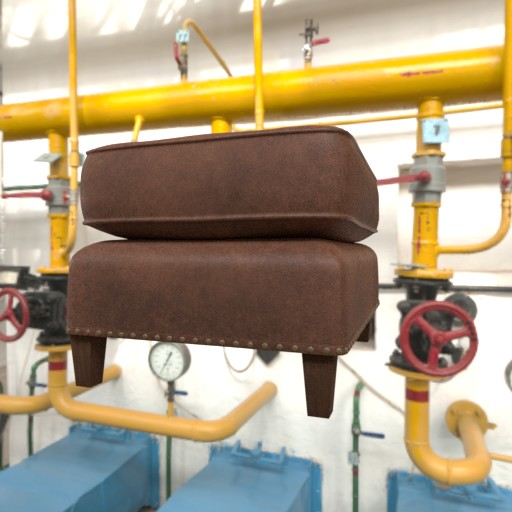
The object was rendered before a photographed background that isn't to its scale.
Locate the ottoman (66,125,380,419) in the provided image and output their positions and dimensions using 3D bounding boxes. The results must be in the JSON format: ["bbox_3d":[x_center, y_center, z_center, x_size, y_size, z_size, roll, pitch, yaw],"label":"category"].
[{"bbox_3d":[0.000,0.000,1.153,0.589,0.537,0.738,0,1,20],"label":"ottoman"}]
